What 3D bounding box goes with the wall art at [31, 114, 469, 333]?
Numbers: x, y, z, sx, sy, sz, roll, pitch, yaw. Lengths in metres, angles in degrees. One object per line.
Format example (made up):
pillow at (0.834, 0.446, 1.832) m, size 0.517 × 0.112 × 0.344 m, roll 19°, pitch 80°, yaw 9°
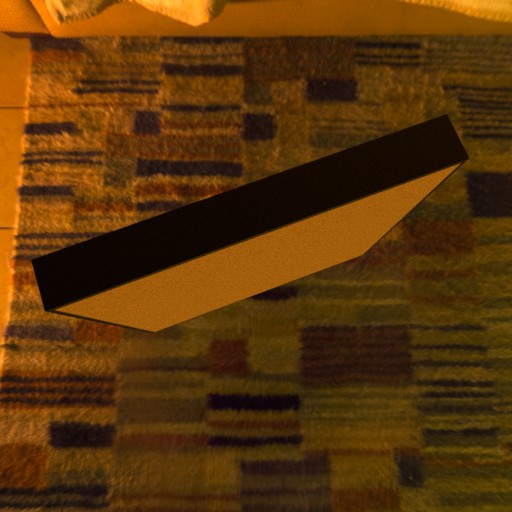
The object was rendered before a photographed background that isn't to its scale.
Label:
wall art at (0.000, 0.000, 0.448) m, size 0.304 × 0.303 × 0.037 m, roll -20°, pitch 78°, yaw -4°
